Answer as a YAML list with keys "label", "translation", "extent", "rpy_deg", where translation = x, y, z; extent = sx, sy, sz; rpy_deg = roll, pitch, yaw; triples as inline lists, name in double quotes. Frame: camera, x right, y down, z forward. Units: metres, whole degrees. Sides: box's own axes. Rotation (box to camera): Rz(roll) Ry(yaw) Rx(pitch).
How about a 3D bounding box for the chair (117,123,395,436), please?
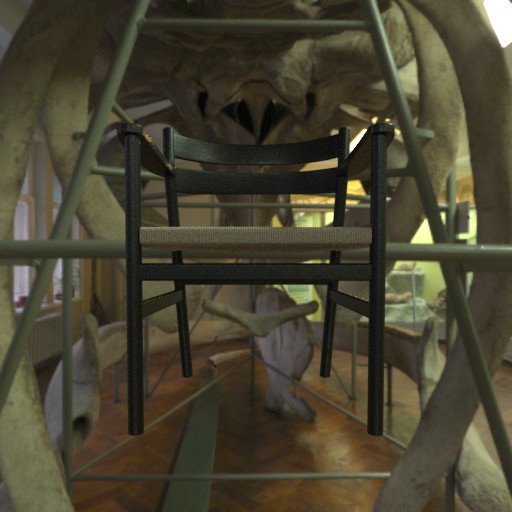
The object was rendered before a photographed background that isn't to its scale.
- label: "chair"
  translation: [0.000, 0.000, 1.196]
  extent: [0.630, 0.775, 0.508]
  rpy_deg: [0, 1, 0]
